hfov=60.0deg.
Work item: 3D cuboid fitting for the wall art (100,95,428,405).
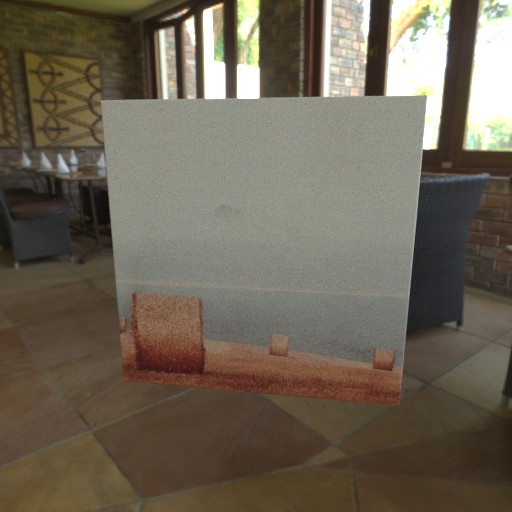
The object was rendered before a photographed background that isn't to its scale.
[{"bbox_3d":[0.000,0.000,0.603,0.405,0.405,0.023,2,15,9],"label":"wall art"}]
